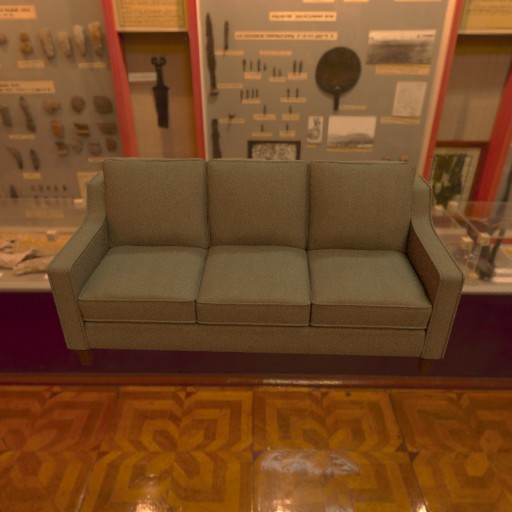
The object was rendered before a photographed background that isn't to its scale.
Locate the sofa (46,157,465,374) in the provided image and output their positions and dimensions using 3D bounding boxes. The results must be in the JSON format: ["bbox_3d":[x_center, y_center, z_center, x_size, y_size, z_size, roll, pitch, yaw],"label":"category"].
[{"bbox_3d":[0.000,0.000,2.539,1.986,0.974,0.911,1,30,2],"label":"sofa"}]
